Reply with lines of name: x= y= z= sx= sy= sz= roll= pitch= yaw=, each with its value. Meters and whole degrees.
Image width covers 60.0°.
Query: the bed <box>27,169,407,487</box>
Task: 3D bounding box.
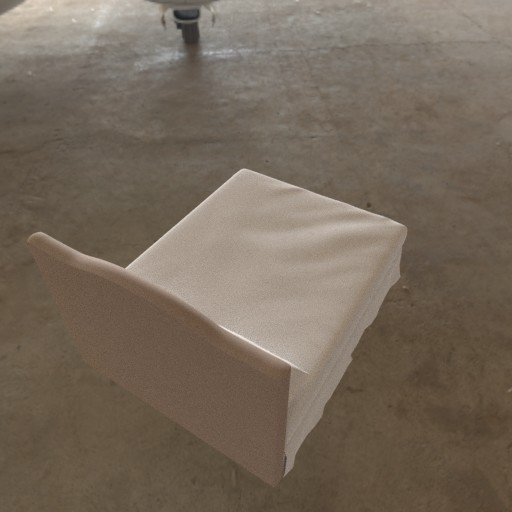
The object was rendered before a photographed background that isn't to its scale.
bed: x=0.000 y=0.000 z=3.345 sx=1.821 sy=1.436 sz=2.282 roll=24 pitch=49 yaw=22
